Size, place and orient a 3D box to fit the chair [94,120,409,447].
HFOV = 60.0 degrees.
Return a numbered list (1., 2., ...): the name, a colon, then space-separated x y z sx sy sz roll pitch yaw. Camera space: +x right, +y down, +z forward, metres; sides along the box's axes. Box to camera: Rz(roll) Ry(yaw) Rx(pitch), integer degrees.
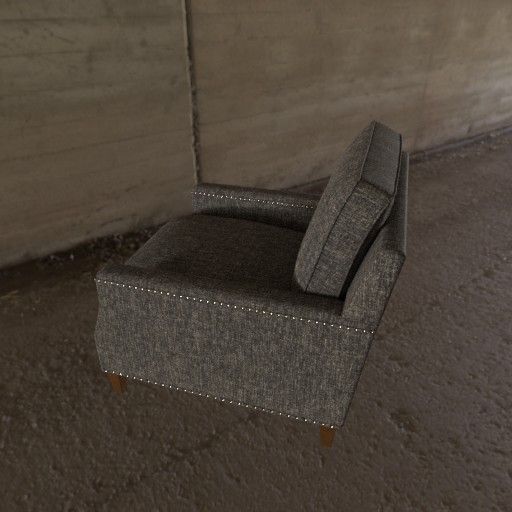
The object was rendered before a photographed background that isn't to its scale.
1. chair: 0.000 0.000 1.707 1.014 0.943 0.853 9 32 15
